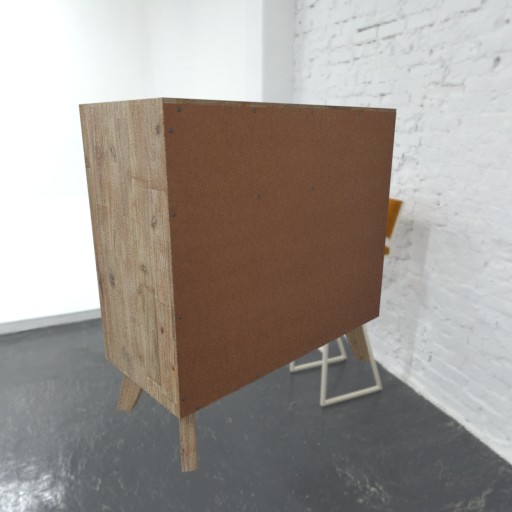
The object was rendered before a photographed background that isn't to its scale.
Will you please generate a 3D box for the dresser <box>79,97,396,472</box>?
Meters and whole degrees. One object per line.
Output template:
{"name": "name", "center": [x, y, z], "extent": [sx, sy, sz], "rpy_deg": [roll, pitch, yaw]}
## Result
{"name": "dresser", "center": [0.000, 0.000, 1.611], "extent": [0.998, 1.029, 0.455], "rpy_deg": [-15, 22, -41]}
